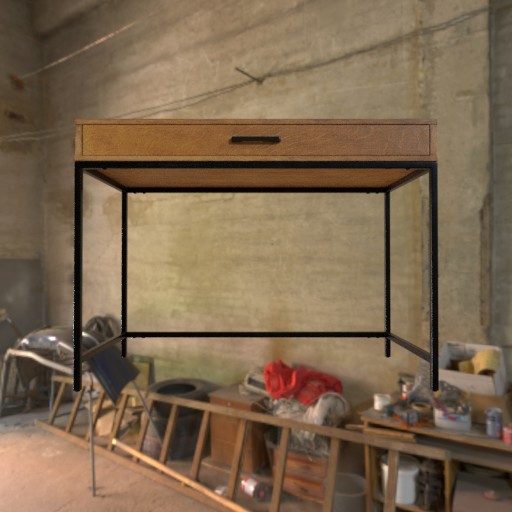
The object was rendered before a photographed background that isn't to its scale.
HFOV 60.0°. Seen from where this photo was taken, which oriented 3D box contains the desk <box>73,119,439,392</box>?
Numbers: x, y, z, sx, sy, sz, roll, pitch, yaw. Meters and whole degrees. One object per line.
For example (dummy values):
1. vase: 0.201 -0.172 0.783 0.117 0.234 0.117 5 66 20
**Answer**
1. desk: 0.000 0.000 1.457 1.016 0.762 0.470 0 -1 0
